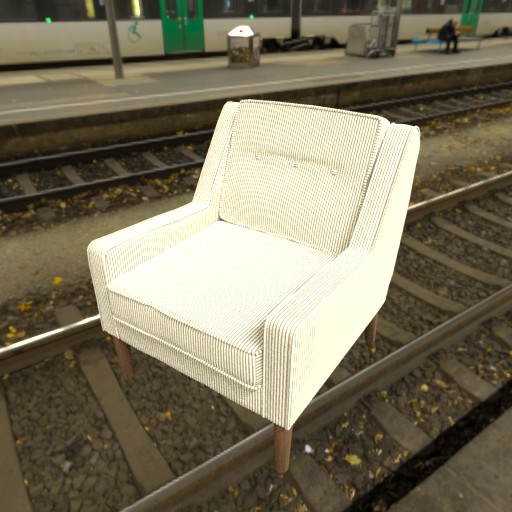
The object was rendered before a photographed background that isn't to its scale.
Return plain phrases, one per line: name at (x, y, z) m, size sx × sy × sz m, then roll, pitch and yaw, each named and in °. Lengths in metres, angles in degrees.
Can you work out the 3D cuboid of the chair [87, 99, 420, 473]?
chair at (0.000, 0.000, 1.328) m, size 0.663 × 0.792 × 0.743 m, roll 18°, pitch 34°, yaw 29°
